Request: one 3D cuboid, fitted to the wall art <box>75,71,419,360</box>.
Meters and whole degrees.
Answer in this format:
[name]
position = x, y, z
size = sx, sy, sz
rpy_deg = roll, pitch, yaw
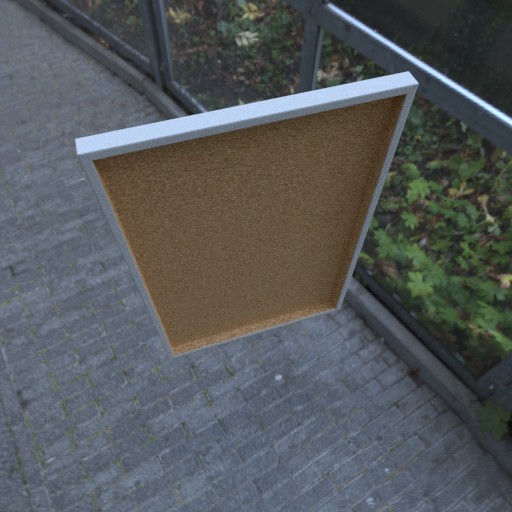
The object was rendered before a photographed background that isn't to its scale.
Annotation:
[wall art]
position = 0.000, 0.000, 1.148
size = 0.610, 0.914, 0.038
rpy_deg = -15, 58, -10
